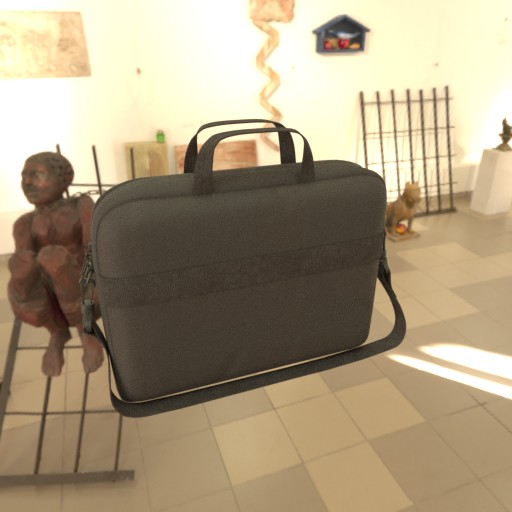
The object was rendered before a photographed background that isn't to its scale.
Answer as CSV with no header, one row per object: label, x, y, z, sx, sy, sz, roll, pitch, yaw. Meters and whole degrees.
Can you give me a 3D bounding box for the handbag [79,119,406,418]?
handbag,0.000,0.000,0.418,0.320,0.244,0.089,-9,28,-18
